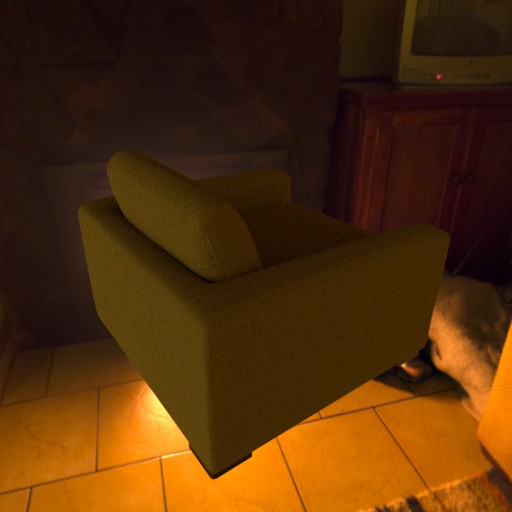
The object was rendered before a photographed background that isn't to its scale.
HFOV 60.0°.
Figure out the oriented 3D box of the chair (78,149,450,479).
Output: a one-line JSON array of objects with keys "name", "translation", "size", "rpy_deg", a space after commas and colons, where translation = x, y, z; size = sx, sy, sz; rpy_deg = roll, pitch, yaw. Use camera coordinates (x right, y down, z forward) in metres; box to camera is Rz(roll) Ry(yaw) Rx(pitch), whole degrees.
[{"name": "chair", "translation": [0.000, 0.000, 1.840], "size": [1.100, 0.847, 1.070], "rpy_deg": [-18, 32, -32]}]
